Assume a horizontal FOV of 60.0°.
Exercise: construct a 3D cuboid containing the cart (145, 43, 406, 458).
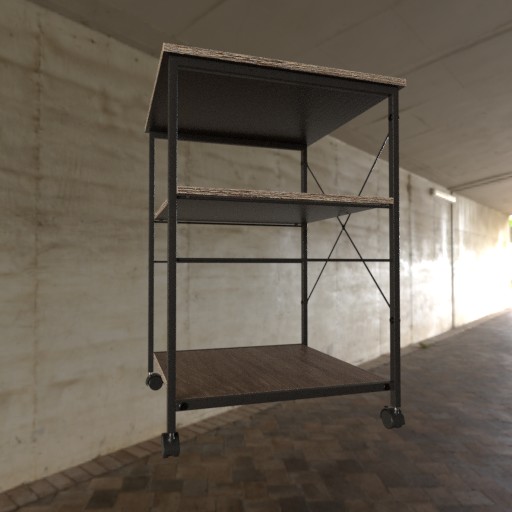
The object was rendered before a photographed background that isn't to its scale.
[{"bbox_3d":[0.000,0.000,1.125,0.520,0.762,0.521,0,-1,-18],"label":"cart"}]
